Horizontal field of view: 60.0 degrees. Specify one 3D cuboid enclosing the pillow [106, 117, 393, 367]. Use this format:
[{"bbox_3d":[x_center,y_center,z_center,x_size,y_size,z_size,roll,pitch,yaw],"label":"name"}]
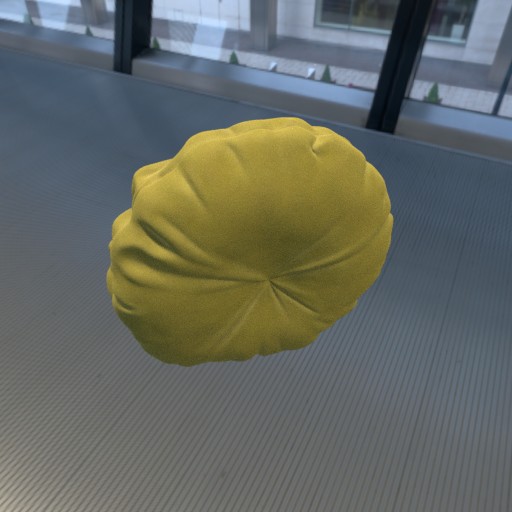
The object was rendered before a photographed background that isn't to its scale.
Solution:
[{"bbox_3d":[0.000,0.000,0.650,0.428,0.407,0.148,-12,42,-14],"label":"pillow"}]
